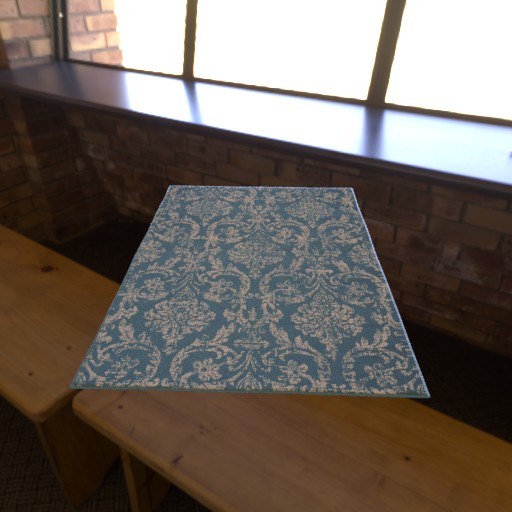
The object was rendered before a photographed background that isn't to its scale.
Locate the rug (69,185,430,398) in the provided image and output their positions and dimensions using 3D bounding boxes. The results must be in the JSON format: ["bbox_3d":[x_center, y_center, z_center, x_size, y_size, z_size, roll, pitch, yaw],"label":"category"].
[{"bbox_3d":[0.000,0.000,2.833,1.554,0.012,2.205,1,32,2],"label":"rug"}]
